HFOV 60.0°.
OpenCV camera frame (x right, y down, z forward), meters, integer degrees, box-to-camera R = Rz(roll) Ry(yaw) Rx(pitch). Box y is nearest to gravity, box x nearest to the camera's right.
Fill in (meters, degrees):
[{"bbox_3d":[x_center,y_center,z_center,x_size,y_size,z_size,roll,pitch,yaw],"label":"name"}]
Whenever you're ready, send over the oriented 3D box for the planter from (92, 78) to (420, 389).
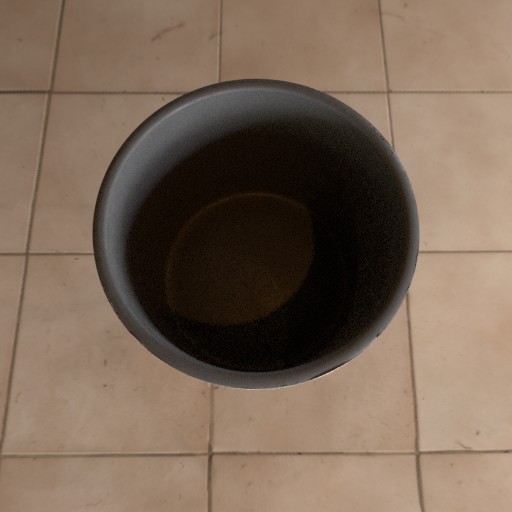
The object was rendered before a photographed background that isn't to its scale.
[{"bbox_3d":[0.000,0.000,0.442,0.254,0.221,0.254,0,75,0],"label":"planter"}]
